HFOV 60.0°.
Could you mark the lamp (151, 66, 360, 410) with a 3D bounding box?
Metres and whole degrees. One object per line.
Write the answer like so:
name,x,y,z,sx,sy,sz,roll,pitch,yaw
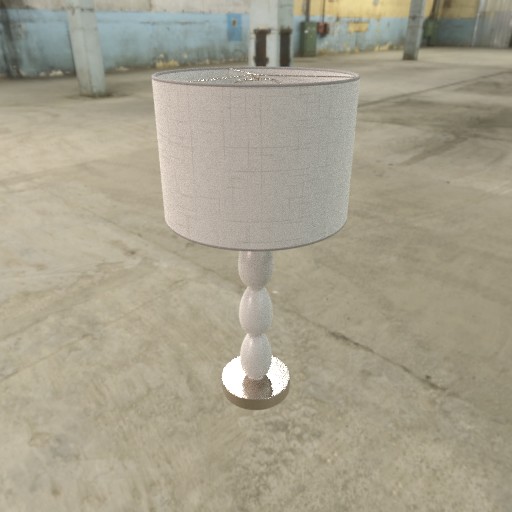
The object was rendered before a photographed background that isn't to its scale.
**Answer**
lamp,0.000,0.000,0.732,0.282,0.559,0.280,-9,28,-17
